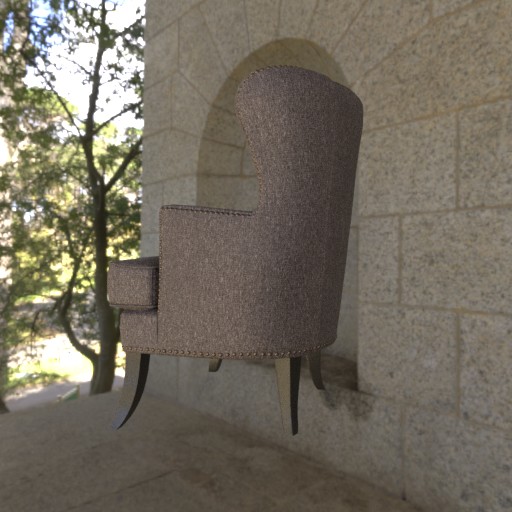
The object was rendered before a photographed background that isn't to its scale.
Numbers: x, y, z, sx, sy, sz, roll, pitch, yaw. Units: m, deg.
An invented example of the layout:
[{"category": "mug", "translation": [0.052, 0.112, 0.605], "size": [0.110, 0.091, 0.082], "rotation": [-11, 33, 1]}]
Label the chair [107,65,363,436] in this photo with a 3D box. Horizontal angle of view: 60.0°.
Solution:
[{"category": "chair", "translation": [0.000, 0.000, 1.602], "size": [0.758, 1.060, 0.759], "rotation": [0, -1, 19]}]
